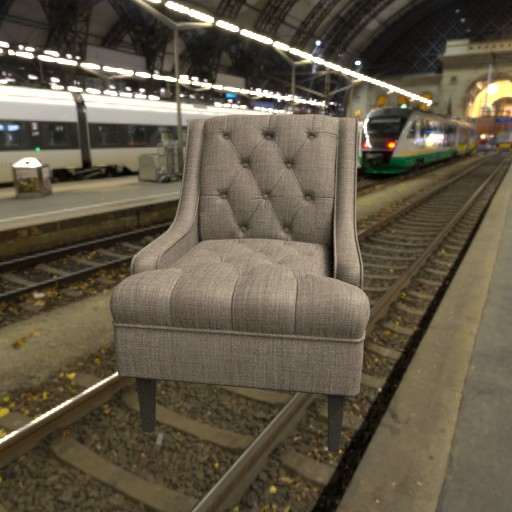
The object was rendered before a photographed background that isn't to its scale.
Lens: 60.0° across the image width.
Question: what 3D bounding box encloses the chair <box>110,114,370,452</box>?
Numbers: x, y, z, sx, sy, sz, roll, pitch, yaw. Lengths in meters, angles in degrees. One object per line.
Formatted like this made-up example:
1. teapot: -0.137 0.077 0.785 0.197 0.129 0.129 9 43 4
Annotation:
1. chair: 0.000 0.000 1.405 0.655 0.891 0.771 2 15 9
